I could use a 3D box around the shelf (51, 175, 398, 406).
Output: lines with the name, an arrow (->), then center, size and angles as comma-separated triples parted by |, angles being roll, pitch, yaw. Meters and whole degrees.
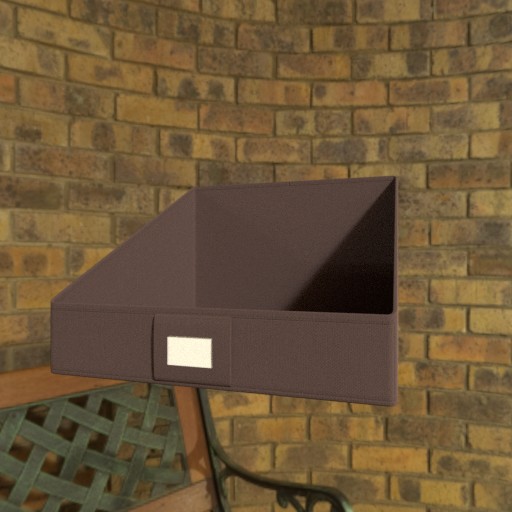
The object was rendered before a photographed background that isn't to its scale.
shelf -> 0.000, 0.000, 0.479 | 0.292, 0.210, 0.292 | 0, 0, 18
